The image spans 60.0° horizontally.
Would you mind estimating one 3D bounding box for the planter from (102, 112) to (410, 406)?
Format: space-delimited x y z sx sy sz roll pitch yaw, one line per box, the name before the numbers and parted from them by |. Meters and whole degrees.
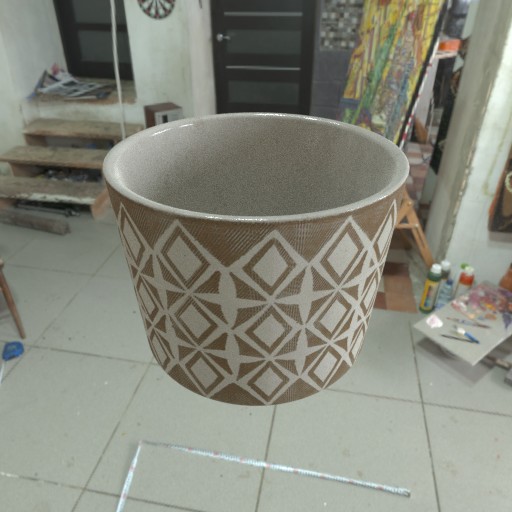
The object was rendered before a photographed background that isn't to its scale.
planter | 0.000 0.000 0.450 0.260 0.220 0.260 0 32 0
